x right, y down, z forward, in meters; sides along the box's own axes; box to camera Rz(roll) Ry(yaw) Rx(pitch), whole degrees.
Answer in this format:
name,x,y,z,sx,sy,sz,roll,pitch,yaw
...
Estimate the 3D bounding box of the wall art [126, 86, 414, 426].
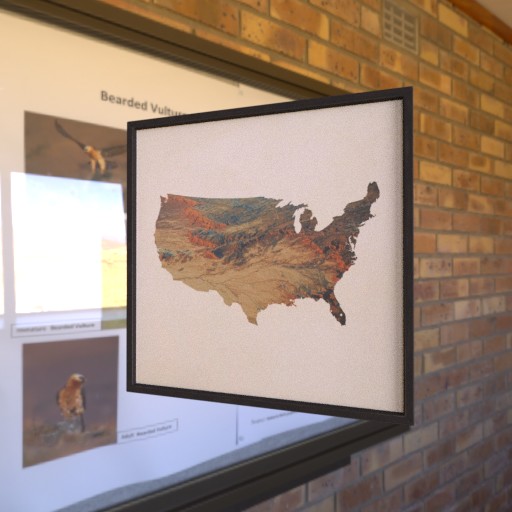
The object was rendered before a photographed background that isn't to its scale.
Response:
name,x,y,z,sx,sy,sz,roll,pitch,yaw
wall art,0.000,0.000,0.453,0.304,0.303,0.015,0,-1,20
